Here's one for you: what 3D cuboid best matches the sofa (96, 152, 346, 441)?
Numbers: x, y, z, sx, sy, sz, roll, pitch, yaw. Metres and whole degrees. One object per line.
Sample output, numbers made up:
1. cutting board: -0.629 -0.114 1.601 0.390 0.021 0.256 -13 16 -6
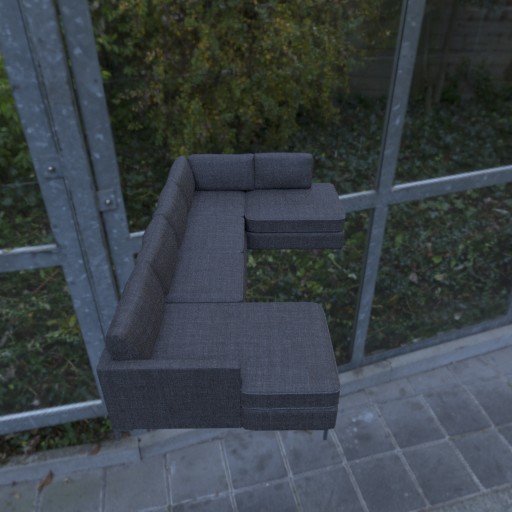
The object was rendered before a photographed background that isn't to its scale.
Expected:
1. sofa: 0.000 0.000 4.312 2.048 0.999 3.423 0 32 -1
